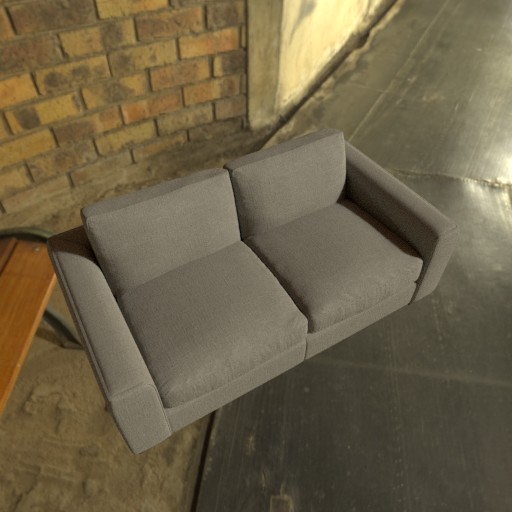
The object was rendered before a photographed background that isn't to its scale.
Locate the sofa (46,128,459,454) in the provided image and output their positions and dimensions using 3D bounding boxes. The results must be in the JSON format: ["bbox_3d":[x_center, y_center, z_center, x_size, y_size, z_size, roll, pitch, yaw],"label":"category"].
[{"bbox_3d":[0.000,0.000,2.390,1.920,0.800,1.069,-23,51,-20],"label":"sofa"}]
